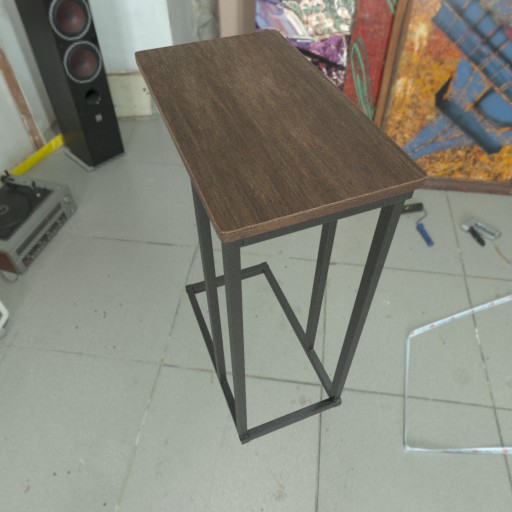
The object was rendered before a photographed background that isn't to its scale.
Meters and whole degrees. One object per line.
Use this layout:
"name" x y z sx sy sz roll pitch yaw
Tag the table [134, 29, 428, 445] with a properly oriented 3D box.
"table" 0.000 0.000 0.853 0.254 0.637 0.450 -16 50 -14
